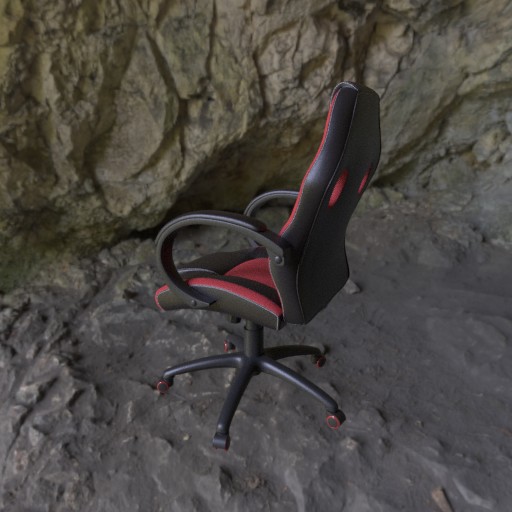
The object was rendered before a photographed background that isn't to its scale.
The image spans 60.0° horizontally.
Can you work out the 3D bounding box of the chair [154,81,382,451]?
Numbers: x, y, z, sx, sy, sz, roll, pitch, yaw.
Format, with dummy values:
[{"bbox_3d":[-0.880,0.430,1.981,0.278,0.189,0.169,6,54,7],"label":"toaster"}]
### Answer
[{"bbox_3d":[0.000,0.000,1.670,0.783,1.189,0.750,8,18,26],"label":"chair"}]
